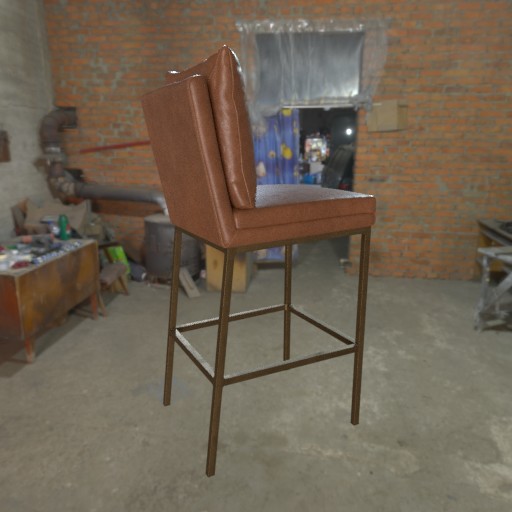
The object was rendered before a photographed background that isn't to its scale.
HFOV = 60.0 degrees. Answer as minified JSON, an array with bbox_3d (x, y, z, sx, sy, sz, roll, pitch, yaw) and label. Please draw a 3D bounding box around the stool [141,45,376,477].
[{"bbox_3d":[0.000,0.000,1.409,0.571,1.124,0.463,-7,16,-28],"label":"stool"}]
